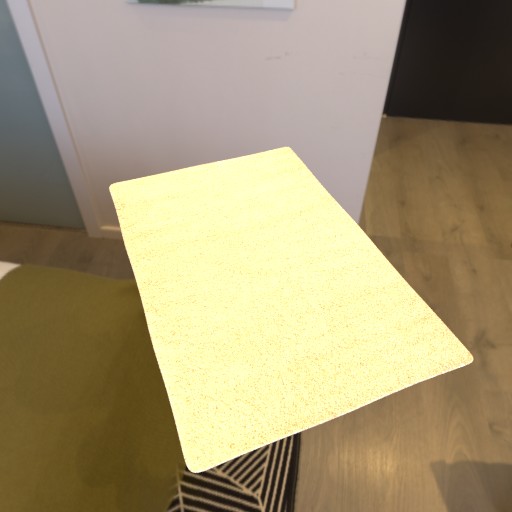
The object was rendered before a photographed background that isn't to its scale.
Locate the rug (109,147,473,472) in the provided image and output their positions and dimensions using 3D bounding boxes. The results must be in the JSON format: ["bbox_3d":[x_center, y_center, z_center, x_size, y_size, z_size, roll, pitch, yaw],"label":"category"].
[{"bbox_3d":[0.000,0.000,3.355,1.798,0.025,2.698,-16,46,-16],"label":"rug"}]
